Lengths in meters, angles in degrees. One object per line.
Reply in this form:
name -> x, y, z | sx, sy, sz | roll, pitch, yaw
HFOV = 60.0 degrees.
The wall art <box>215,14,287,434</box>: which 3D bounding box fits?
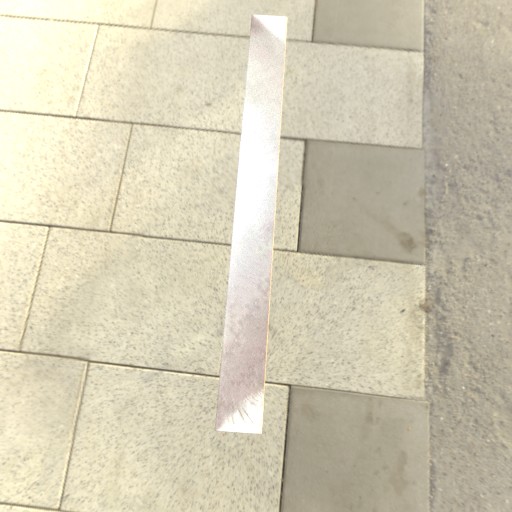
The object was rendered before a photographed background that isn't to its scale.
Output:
wall art -> 0.000, 0.000, 0.449 | 0.028, 0.303, 0.303 | 4, 74, 1
